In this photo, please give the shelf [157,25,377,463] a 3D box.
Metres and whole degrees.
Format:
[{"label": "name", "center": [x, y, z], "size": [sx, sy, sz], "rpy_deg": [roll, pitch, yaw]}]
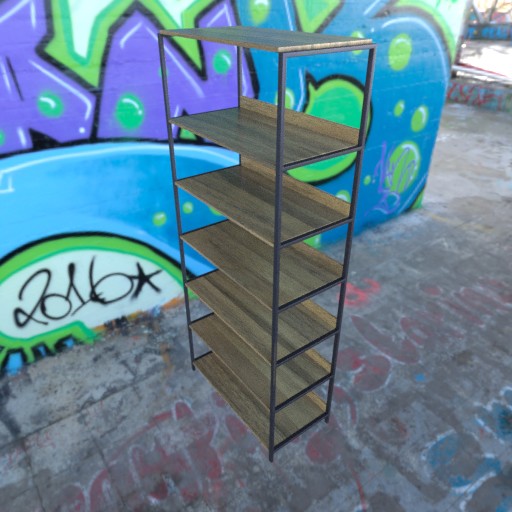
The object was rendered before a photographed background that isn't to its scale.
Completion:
[{"label": "shelf", "center": [0.000, 0.000, 2.243], "size": [0.431, 2.015, 0.847], "rpy_deg": [-21, 37, -31]}]
